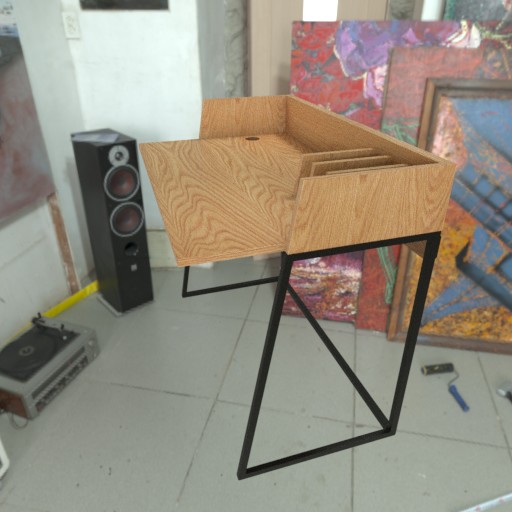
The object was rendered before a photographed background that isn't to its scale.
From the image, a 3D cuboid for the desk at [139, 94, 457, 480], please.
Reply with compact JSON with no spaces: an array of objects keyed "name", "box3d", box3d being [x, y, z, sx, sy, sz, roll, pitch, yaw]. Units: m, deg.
[{"name":"desk","box3d":[0.000,0.000,1.836,0.769,1.061,1.191,-9,30,-15]}]
